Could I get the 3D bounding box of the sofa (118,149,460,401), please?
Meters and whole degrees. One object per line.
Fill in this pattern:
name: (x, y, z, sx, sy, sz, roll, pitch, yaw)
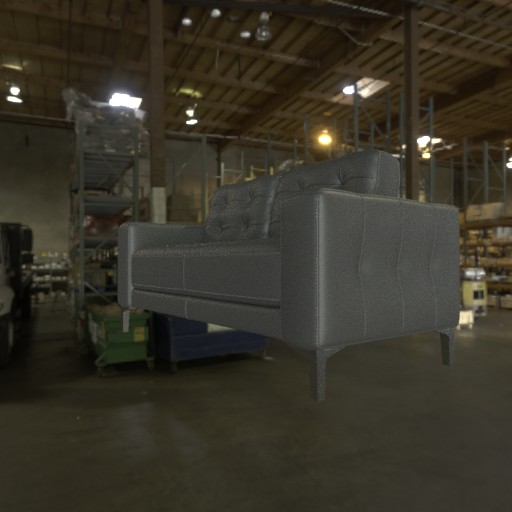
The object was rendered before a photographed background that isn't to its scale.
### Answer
sofa: (0.000, 0.000, 2.226, 0.833, 0.893, 1.726, 0, -1, -37)
